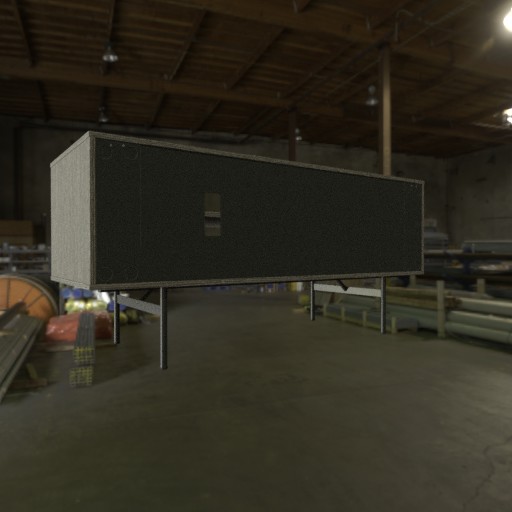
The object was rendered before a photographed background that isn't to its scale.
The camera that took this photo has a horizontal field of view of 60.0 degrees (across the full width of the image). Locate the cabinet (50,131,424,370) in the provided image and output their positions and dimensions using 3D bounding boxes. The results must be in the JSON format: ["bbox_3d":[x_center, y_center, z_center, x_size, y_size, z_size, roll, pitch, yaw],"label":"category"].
[{"bbox_3d":[0.000,0.000,1.617,1.300,0.599,0.500,0,1,-35],"label":"cabinet"}]
